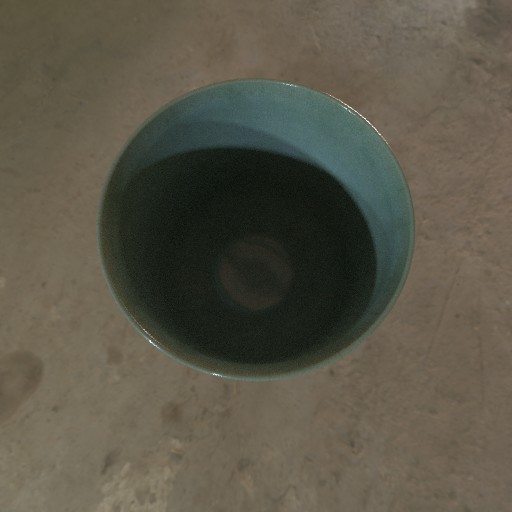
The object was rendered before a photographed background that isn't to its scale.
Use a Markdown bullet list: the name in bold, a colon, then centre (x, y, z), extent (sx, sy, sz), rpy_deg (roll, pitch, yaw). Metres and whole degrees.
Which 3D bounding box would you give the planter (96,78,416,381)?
- **planter**: centre (0.000, 0.000, 0.499), extent (0.266, 0.270, 0.266), rpy_deg (0, 75, 0)
